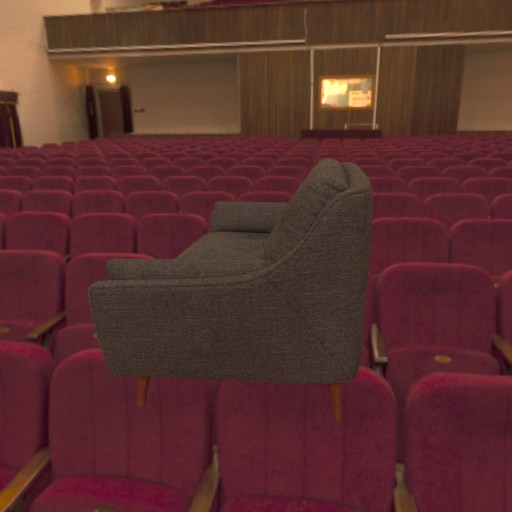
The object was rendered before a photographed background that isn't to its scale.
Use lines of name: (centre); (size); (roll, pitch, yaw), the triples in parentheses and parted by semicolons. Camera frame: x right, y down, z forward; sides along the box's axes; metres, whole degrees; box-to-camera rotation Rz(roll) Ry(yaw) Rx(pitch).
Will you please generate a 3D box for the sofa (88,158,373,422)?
sofa: (0.000, 0.000, 2.182); (0.976, 0.887, 1.646); (2, 15, 9)
